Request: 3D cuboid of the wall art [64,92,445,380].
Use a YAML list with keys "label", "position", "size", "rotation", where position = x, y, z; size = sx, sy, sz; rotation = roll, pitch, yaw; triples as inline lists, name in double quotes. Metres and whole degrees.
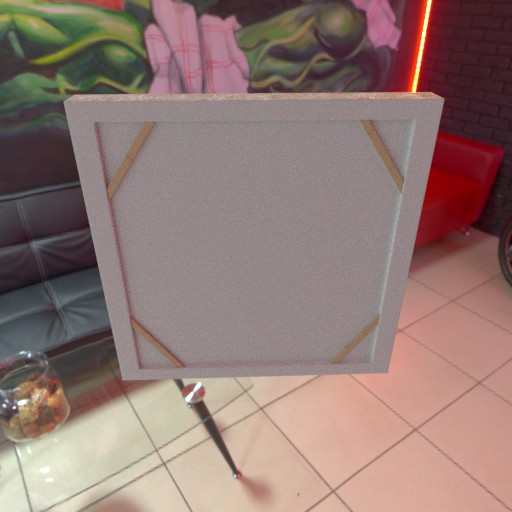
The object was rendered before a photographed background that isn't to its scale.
- label: "wall art"
  position: [0.000, 0.000, 0.590]
  size: [0.405, 0.407, 0.038]
  rotation: [-1, 31, -2]
